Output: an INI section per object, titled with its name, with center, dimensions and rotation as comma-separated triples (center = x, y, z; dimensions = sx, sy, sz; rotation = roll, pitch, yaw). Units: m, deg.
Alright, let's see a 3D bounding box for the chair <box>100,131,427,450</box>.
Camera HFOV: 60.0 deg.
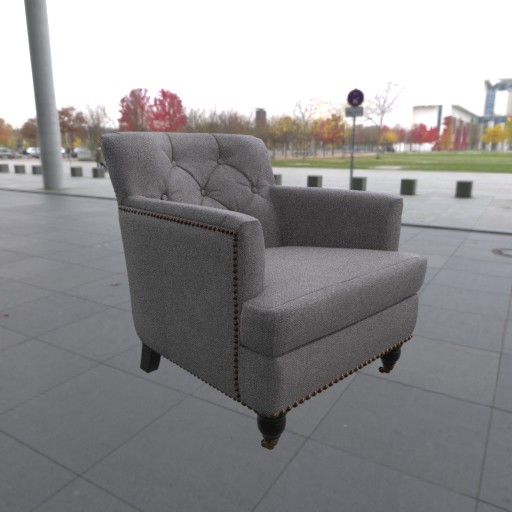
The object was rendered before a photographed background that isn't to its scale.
[chair]
center = 0.000, 0.000, 1.503
dimensions = 0.737, 0.823, 0.902
rotation = -13, 19, -42
